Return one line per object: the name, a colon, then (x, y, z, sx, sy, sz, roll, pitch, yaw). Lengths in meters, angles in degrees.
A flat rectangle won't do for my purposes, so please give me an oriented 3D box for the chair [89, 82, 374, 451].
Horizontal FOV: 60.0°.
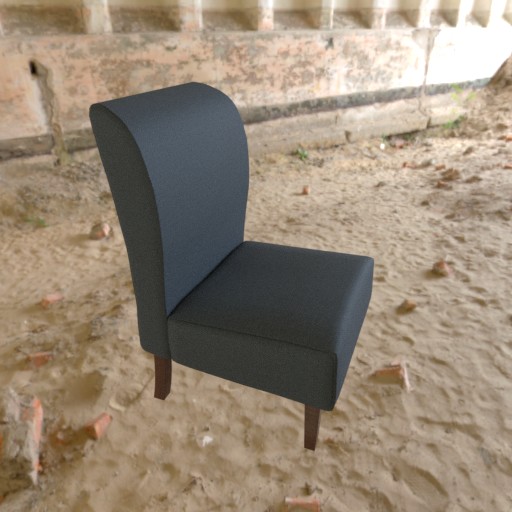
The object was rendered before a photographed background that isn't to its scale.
chair: (0.000, 0.000, 1.181, 0.592, 0.804, 0.513, 10, 29, 18)
